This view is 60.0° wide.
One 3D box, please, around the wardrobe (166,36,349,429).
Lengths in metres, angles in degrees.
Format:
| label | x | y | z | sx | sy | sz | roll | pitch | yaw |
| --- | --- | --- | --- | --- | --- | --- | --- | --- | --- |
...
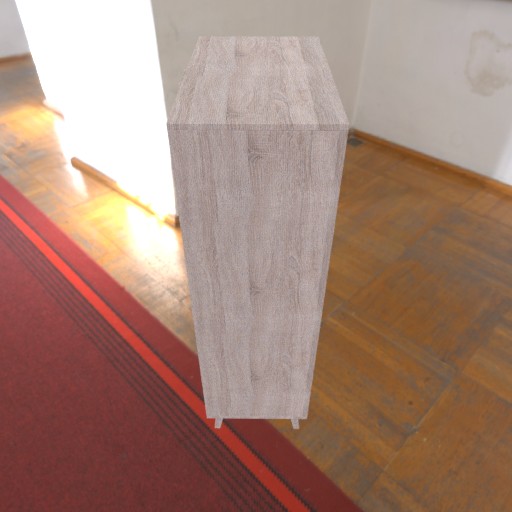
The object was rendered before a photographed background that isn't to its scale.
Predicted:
| label | x | y | z | sx | sy | sz | roll | pitch | yaw |
| --- | --- | --- | --- | --- | --- | --- | --- | --- | --- |
| wardrobe | 0.000 | 0.000 | 2.417 | 0.600 | 1.960 | 1.000 | 0 | 41 | 0 |
